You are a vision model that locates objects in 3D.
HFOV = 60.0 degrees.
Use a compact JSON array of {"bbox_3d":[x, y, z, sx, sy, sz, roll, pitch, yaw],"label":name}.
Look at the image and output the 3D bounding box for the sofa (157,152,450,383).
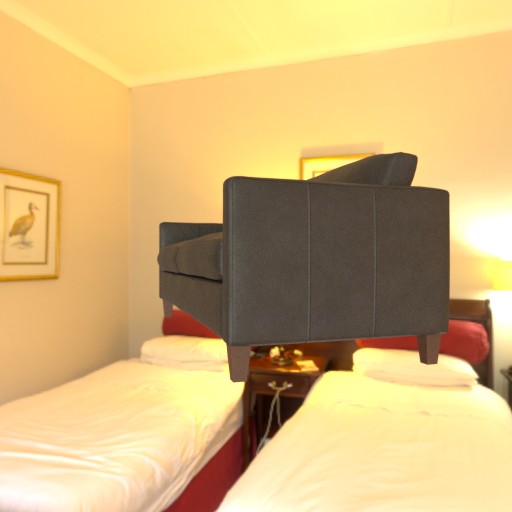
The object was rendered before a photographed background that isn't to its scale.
[{"bbox_3d":[0.000,0.000,2.470,0.933,0.863,1.971,0,-1,-19],"label":"sofa"}]
